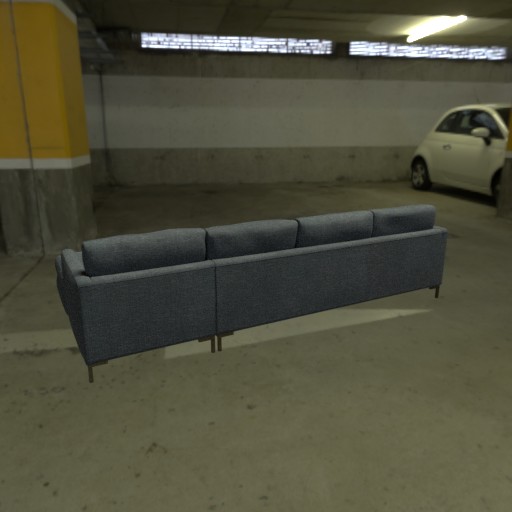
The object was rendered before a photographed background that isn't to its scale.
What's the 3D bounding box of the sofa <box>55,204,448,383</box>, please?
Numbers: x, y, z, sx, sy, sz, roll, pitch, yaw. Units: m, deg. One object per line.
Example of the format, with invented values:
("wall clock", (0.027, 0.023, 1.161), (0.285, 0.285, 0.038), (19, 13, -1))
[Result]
("sofa", (0.000, 0.000, 3.605), (2.932, 0.810, 1.350), (-8, 17, -27))
